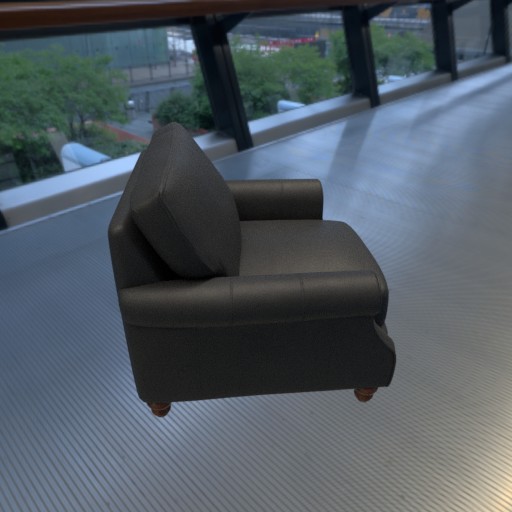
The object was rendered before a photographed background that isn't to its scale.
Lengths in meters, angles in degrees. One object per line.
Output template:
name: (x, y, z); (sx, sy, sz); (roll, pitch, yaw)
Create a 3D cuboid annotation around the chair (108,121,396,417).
chair: (0.000, 0.000, 1.820); (1.027, 0.960, 1.015); (0, 31, -1)
